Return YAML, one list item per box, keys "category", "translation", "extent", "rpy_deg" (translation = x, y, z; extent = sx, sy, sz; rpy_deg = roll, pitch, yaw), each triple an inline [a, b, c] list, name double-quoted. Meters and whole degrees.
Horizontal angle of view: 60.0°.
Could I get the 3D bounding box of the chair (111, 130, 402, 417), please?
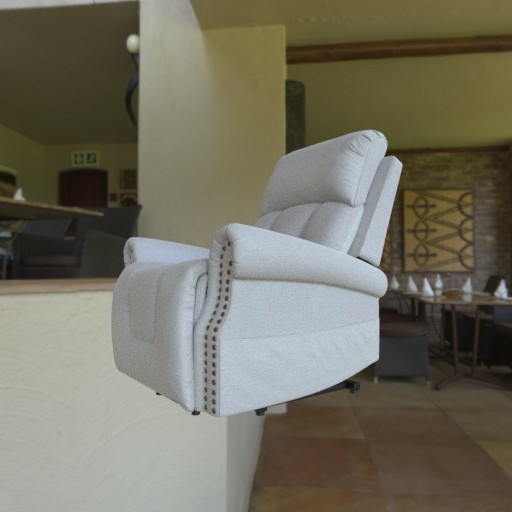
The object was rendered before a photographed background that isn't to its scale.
- category: "chair"
  translation: [0.000, 0.000, 1.751]
  extent: [0.979, 1.031, 0.871]
  rpy_deg: [1, -2, -36]
